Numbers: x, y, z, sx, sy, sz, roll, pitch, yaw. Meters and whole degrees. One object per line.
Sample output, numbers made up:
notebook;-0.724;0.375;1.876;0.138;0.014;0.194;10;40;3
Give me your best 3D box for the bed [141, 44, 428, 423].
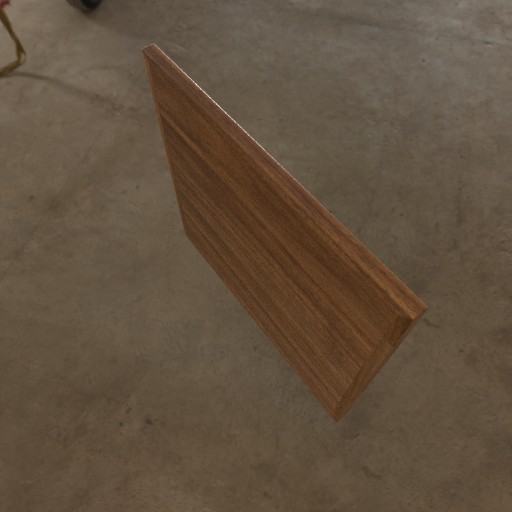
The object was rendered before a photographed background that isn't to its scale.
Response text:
bed;0.000;0.000;1.451;0.043;0.940;1.041;-32;64;-18
